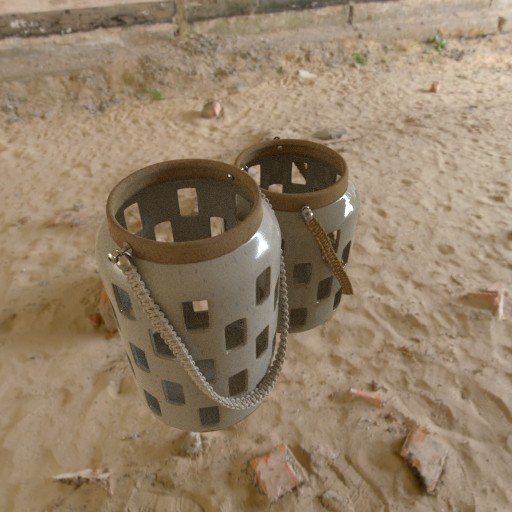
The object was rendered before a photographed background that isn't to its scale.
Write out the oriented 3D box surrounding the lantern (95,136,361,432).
[{"bbox_3d":[0.000,0.000,0.505,0.184,0.255,0.347,26,48,26],"label":"lantern"}]
